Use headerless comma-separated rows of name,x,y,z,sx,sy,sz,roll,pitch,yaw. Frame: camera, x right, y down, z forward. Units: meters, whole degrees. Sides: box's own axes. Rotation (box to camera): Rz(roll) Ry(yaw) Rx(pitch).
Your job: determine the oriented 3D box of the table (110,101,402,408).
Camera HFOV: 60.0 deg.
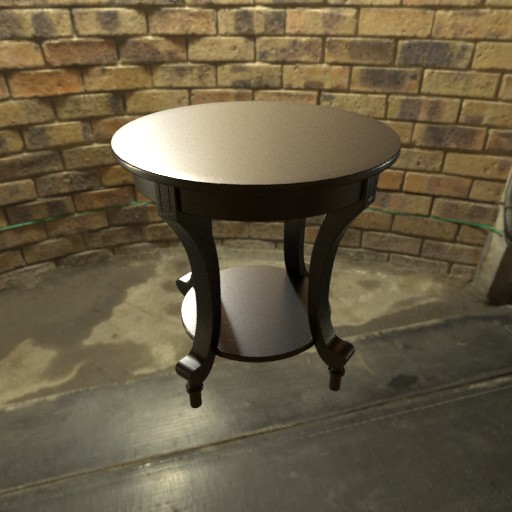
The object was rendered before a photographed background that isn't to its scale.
table,0.000,0.000,1.101,0.597,0.618,0.597,0,31,0
